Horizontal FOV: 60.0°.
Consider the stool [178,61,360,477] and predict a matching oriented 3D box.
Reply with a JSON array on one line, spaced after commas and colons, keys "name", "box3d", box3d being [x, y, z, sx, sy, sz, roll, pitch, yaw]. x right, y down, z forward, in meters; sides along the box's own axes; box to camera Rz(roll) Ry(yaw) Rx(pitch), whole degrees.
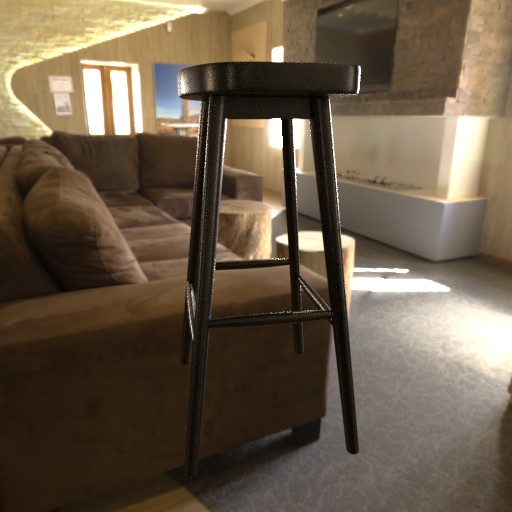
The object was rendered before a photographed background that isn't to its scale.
[{"name": "stool", "box3d": [0.000, 0.000, 0.980, 0.361, 0.749, 0.440, -3, 18, -10]}]
